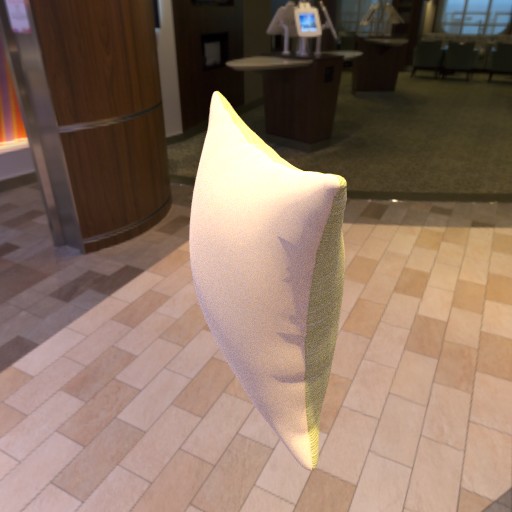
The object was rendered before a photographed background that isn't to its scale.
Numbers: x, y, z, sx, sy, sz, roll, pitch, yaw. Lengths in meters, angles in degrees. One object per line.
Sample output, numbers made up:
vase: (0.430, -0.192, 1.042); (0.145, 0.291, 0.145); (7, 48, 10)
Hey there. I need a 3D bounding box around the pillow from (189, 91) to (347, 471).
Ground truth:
pillow: (0.000, 0.000, 0.800); (0.229, 0.487, 0.560); (-9, 31, -16)
